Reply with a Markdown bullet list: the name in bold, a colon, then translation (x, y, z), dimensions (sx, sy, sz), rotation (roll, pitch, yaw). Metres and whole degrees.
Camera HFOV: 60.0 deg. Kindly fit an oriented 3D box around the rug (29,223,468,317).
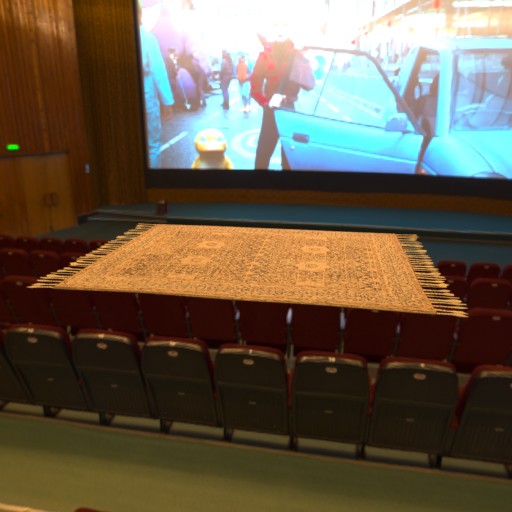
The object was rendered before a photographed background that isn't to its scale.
- **rug**: translation (0.000, 0.000, 3.120), dimensions (2.465, 0.023, 1.619), rotation (3, 18, 9)
